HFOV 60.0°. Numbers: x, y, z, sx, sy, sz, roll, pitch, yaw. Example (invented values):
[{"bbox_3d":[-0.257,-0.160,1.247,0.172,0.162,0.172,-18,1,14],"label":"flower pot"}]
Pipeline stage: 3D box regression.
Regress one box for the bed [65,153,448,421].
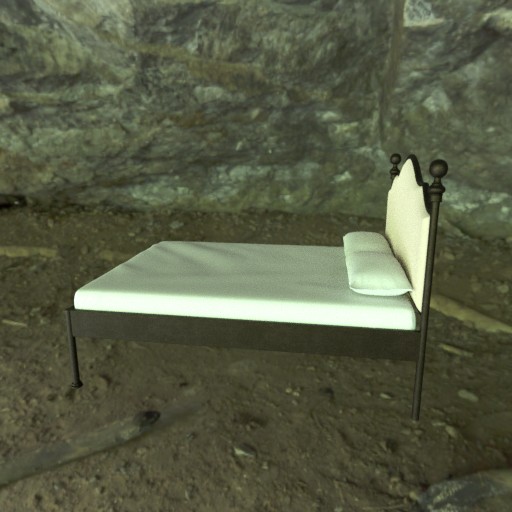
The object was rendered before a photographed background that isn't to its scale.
[{"bbox_3d":[0.000,0.000,3.329,2.224,1.499,1.642,2,14,9],"label":"bed"}]
